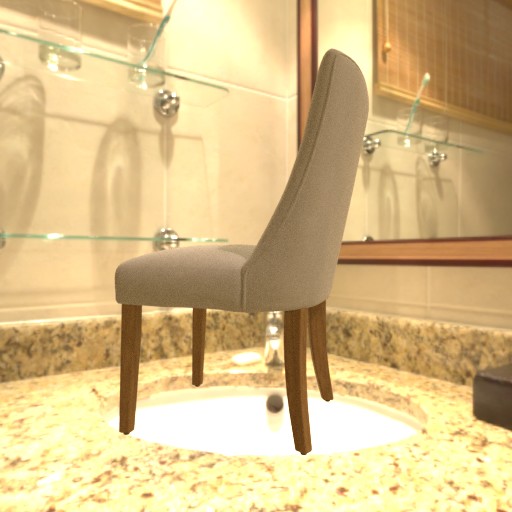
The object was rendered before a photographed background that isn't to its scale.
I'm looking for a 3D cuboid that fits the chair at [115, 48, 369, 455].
[{"bbox_3d":[0.000,0.000,1.240,0.610,0.902,0.495,0,0,17],"label":"chair"}]
